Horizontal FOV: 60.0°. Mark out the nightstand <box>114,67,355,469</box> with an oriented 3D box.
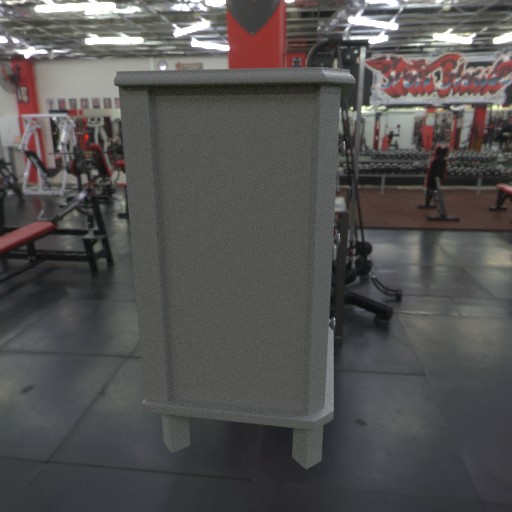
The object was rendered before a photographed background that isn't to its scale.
[{"bbox_3d":[0.000,0.000,0.929,0.350,0.680,0.450,3,17,9],"label":"nightstand"}]
